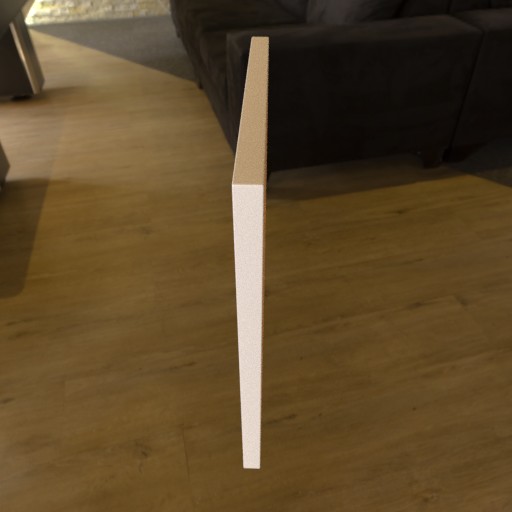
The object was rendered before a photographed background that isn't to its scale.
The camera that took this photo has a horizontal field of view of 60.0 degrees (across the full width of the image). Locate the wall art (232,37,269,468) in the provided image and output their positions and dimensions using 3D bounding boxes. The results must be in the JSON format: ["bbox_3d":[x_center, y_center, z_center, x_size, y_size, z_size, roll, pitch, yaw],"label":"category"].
[{"bbox_3d":[0.000,0.000,0.736,0.028,0.556,0.454,1,41,1],"label":"wall art"}]
